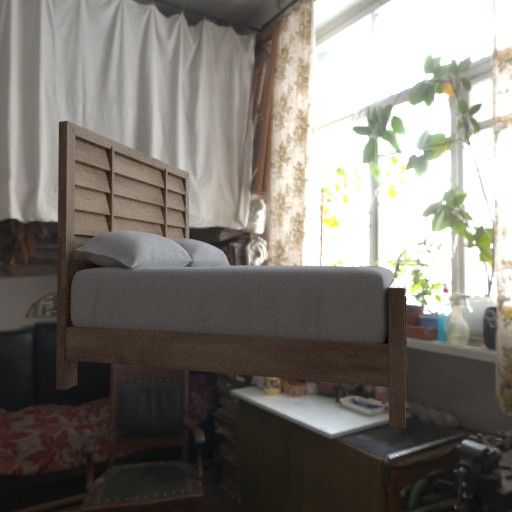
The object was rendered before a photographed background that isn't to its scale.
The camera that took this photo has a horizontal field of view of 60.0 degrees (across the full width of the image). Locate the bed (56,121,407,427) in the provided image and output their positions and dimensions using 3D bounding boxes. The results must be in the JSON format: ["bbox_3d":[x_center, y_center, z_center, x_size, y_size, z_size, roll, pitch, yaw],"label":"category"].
[{"bbox_3d":[0.000,0.000,3.144,2.017,1.631,1.615,0,-1,19],"label":"bed"}]
